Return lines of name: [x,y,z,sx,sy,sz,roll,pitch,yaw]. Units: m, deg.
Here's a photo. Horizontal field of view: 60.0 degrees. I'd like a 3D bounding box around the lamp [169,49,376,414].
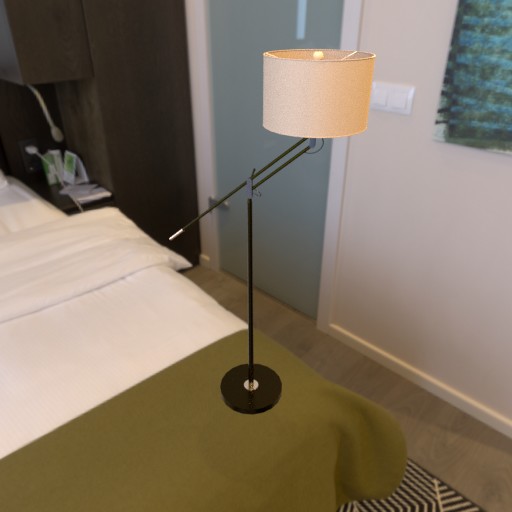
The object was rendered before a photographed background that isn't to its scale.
lamp: [0.000,0.000,1.938,0.809,1.635,0.373,7,30,13]
